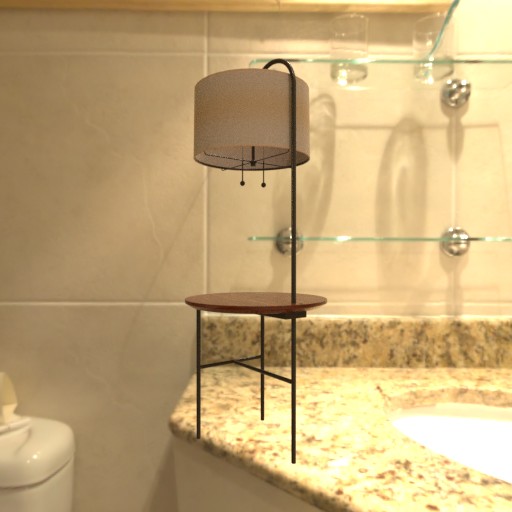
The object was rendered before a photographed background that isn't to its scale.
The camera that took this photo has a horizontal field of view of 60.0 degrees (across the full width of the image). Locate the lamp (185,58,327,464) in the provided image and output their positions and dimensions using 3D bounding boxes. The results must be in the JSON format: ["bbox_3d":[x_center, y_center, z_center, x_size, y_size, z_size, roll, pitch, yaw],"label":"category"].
[{"bbox_3d":[0.000,0.000,1.805,0.573,1.517,0.573,0,0,0],"label":"lamp"}]
